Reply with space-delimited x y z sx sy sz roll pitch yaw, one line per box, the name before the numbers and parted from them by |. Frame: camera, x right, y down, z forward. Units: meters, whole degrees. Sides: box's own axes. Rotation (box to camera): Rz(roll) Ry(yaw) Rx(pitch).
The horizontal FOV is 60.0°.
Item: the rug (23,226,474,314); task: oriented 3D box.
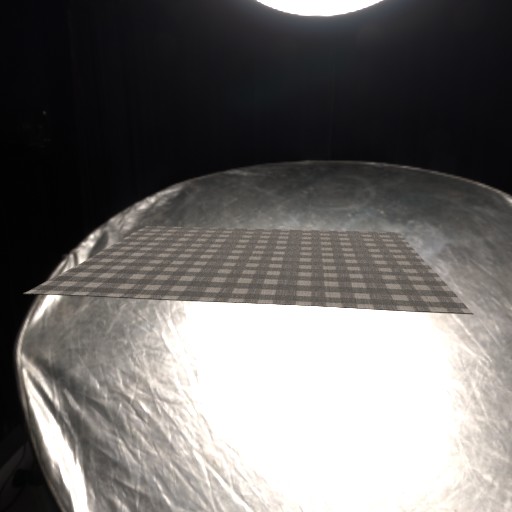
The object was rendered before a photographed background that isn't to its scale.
rug | 0.000 0.000 4.093 3.021 0.013 2.432 2 15 7
